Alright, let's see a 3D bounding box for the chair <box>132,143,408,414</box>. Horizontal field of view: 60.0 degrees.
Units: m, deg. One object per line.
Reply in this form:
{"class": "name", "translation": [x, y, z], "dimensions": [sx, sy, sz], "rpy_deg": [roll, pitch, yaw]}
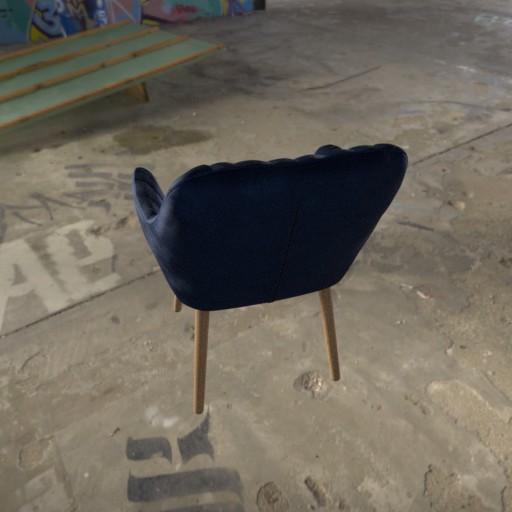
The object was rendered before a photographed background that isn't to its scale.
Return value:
{"class": "chair", "translation": [0.000, 0.000, 1.198], "dimensions": [0.578, 0.826, 0.573], "rpy_deg": [-10, 39, -12]}
